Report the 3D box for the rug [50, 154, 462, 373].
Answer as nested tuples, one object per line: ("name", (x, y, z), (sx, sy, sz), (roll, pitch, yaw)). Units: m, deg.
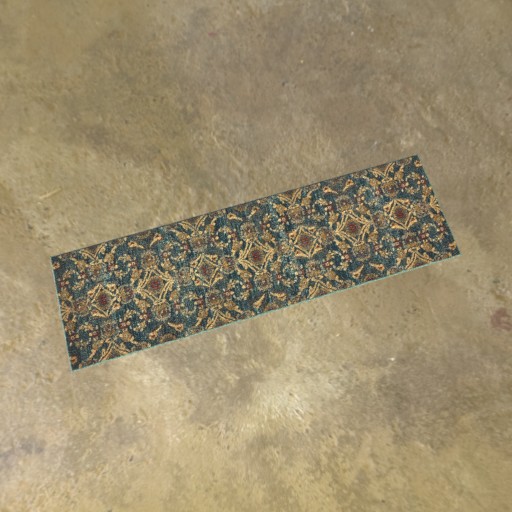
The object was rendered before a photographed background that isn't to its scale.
("rug", (0.000, 0.000, 2.571), (2.292, 0.014, 0.685), (-16, 76, -4))
